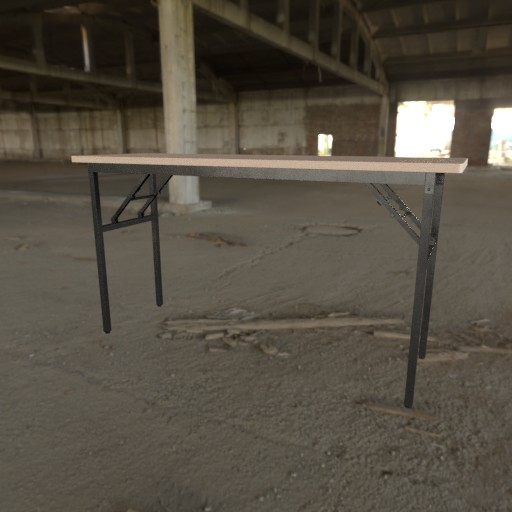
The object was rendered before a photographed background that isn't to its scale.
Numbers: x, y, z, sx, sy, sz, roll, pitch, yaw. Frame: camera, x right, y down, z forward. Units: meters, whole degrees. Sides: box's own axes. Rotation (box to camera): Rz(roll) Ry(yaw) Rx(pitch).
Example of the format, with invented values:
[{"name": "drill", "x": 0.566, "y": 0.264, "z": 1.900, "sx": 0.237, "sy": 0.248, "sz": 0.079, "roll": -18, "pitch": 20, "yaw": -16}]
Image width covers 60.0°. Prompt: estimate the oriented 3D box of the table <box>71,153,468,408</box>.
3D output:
[{"name": "table", "x": 0.000, "y": 0.000, "z": 1.716, "sx": 1.397, "sy": 0.750, "sz": 0.447, "roll": 7, "pitch": 16, "yaw": 25}]
